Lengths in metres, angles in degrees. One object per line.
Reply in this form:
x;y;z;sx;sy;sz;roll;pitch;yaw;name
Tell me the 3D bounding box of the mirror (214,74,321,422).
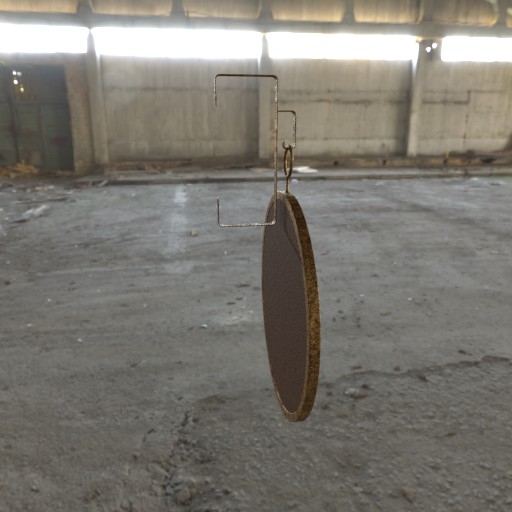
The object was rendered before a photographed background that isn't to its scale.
0.000;0.000;0.856;0.144;0.651;0.447;-2;16;-8;mirror
